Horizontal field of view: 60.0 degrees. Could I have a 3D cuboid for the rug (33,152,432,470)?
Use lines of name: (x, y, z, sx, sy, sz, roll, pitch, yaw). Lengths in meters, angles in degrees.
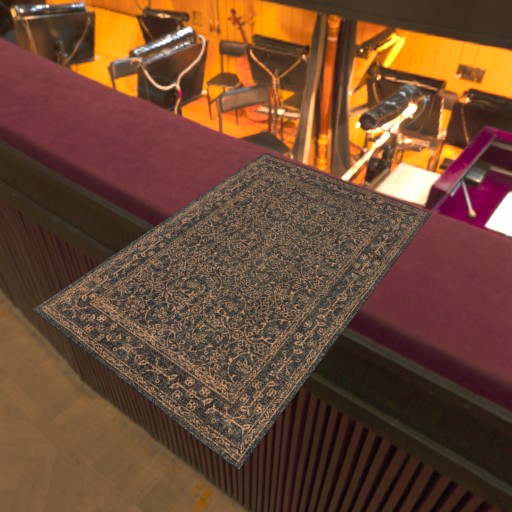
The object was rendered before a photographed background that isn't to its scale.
rug: (0.000, 0.000, 2.302, 1.200, 0.005, 1.819, 26, 48, 26)
